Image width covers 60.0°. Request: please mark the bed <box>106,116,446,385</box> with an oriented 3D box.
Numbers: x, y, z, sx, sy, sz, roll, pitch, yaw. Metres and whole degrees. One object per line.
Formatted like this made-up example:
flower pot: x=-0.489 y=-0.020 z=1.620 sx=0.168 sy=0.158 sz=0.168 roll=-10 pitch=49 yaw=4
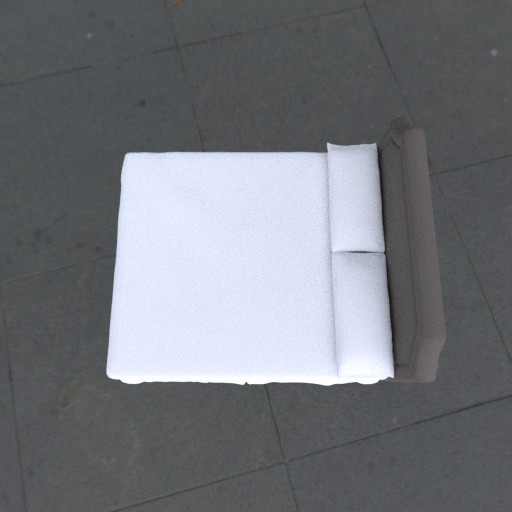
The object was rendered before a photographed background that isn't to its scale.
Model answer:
bed: x=0.000 y=0.000 z=3.850 sx=2.536 sy=1.561 sz=2.194 roll=0 pitch=75 yaw=0
